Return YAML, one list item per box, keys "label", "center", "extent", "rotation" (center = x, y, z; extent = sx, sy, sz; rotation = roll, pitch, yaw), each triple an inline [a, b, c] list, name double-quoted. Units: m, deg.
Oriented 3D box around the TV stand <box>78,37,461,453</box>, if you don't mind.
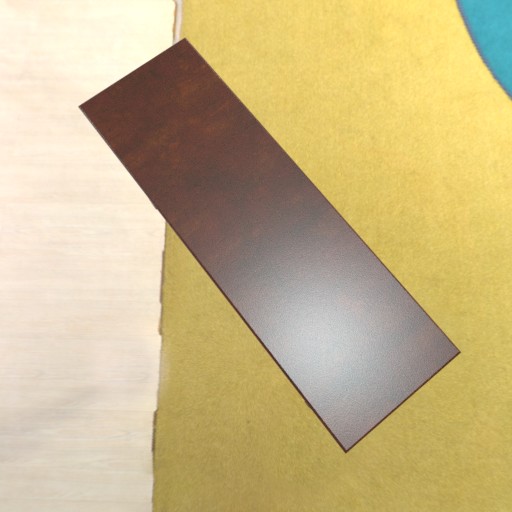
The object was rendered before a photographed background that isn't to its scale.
- label: "TV stand"
  center: [0.000, 0.000, 1.826]
  extent: [0.445, 0.915, 1.372]
  rotation: [-37, 79, -9]
